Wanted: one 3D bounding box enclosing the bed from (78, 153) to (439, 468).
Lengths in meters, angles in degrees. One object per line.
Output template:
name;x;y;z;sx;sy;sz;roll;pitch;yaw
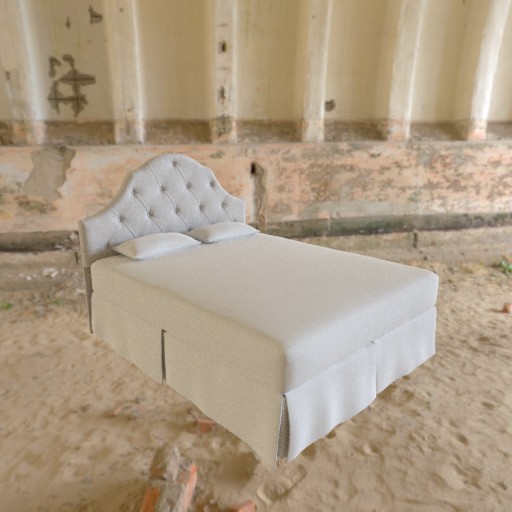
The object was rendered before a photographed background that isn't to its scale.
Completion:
bed;0.000;0.000;3.755;2.039;1.617;2.477;-15;21;-42
